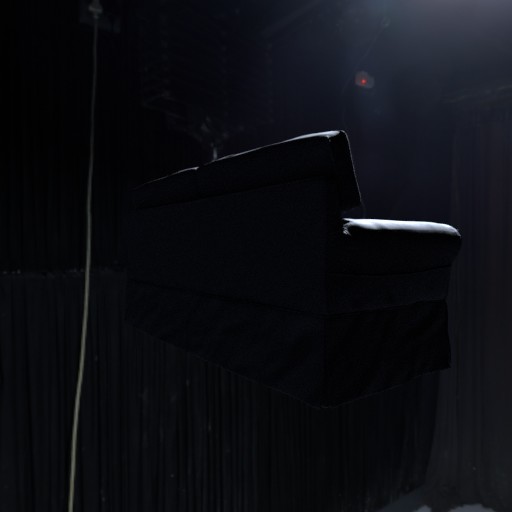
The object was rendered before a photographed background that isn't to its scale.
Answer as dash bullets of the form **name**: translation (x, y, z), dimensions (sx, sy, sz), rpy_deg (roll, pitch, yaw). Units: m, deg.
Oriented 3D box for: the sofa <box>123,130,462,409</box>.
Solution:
- **sofa**: translation (0.000, 0.000, 2.790), dimensions (0.983, 1.094, 2.256), rpy_deg (-1, 2, -35)
